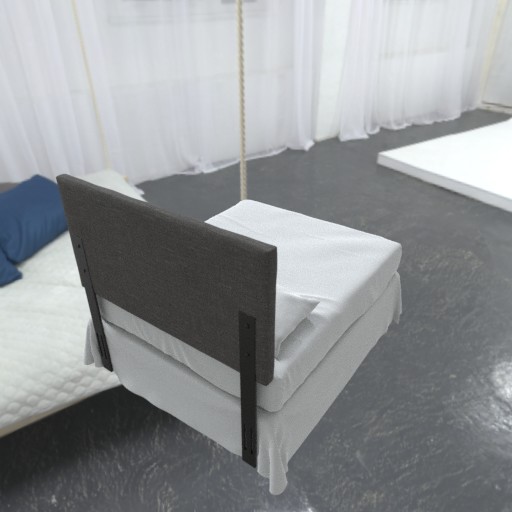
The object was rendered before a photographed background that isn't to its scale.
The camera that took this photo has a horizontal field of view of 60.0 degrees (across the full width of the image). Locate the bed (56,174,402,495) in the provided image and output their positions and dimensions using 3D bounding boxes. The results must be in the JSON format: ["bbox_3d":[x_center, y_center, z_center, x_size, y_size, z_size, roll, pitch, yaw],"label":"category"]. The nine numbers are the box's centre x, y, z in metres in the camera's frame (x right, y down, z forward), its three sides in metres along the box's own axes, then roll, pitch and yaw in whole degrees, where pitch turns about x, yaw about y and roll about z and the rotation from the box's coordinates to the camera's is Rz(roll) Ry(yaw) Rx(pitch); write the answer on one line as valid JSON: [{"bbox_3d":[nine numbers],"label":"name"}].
[{"bbox_3d":[0.000,0.000,3.454,1.936,1.577,2.222,20,36,30],"label":"bed"}]
